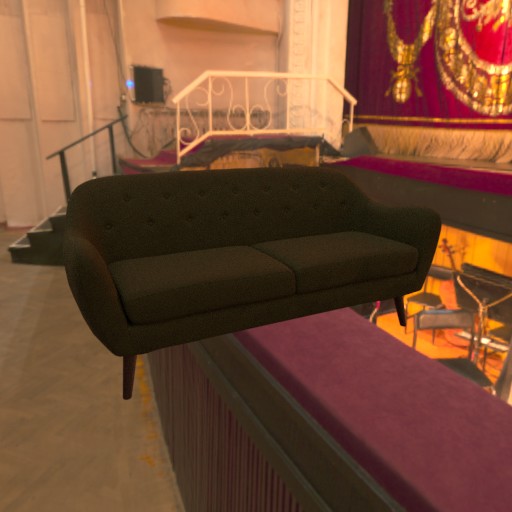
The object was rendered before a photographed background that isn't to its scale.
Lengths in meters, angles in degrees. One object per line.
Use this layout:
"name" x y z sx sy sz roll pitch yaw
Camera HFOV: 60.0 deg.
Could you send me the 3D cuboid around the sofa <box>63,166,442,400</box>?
"sofa" 0.000 0.000 2.310 1.840 0.836 0.820 -8 18 -26
